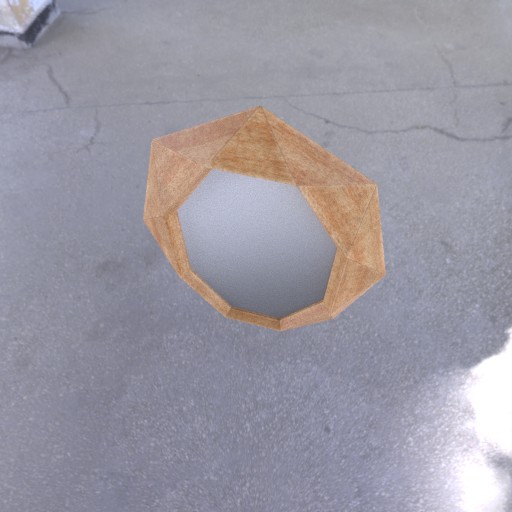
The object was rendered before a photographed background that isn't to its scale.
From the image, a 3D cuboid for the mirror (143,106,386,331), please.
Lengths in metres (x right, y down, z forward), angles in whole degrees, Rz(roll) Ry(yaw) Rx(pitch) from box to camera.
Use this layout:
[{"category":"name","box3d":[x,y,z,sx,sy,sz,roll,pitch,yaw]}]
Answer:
[{"category":"mirror","box3d":[0.000,0.000,1.005,0.577,0.774,0.070,13,57,9]}]
